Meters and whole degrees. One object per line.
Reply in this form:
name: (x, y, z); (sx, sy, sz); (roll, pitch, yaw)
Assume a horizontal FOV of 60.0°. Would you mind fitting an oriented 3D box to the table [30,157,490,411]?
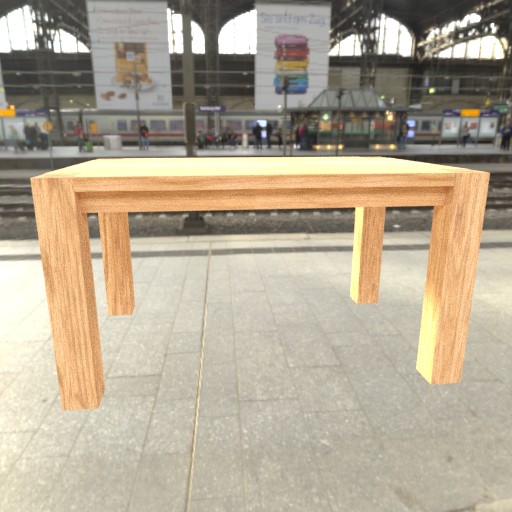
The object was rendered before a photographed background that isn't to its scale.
table: (0.000, 0.000, 1.866); (1.400, 0.760, 0.900); (-2, 16, -7)
